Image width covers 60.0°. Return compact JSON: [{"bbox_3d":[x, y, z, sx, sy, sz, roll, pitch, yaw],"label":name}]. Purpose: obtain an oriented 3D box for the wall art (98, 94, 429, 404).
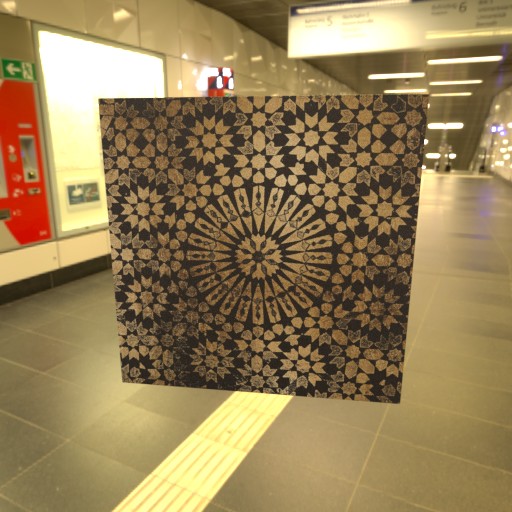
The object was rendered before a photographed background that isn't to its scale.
[{"bbox_3d":[0.000,0.000,1.344,0.914,0.914,0.038,2,15,8],"label":"wall art"}]
